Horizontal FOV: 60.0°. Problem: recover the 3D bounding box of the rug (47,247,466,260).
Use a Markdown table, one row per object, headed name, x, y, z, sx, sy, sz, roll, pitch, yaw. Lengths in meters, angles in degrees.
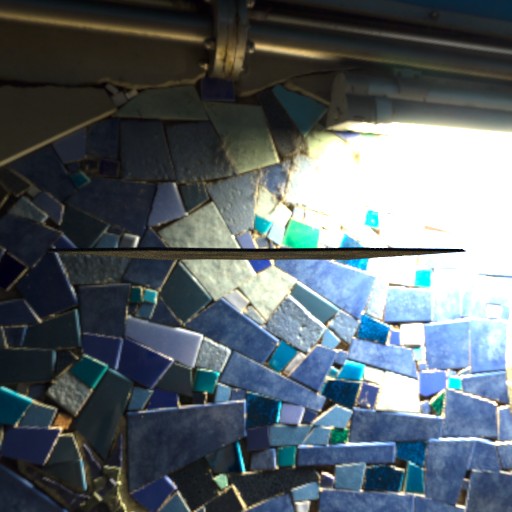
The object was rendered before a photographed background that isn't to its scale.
| name | x | y | z | sx | sy | sz | roll | pitch | yaw |
| --- | --- | --- | --- | --- | --- | --- | --- | --- | --- |
| rug | 0.000 | 0.000 | 4.656 | 2.716 | 0.035 | 3.612 | 0 | -1 | 0 |
